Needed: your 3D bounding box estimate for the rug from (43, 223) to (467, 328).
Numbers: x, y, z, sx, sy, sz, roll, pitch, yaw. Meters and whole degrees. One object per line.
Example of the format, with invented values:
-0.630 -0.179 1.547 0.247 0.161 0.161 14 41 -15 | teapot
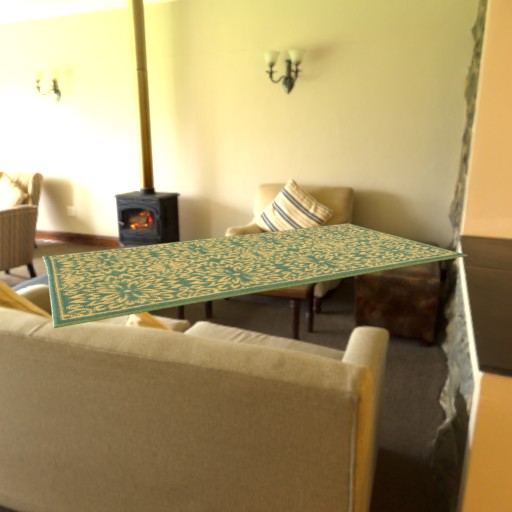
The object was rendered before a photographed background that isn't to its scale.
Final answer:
0.000 0.000 1.415 1.219 0.007 0.604 -8 17 -26 | rug
